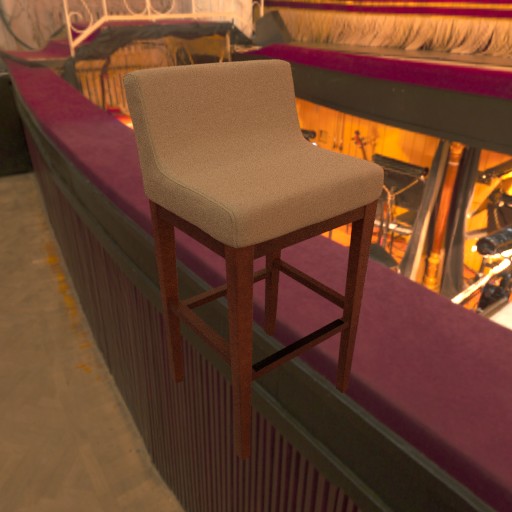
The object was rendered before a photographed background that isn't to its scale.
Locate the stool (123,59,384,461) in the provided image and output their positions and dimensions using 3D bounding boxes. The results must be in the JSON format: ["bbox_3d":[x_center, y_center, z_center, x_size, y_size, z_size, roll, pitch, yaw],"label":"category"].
[{"bbox_3d":[0.000,0.000,1.331,0.511,1.037,0.500,-21,35,-33],"label":"stool"}]
